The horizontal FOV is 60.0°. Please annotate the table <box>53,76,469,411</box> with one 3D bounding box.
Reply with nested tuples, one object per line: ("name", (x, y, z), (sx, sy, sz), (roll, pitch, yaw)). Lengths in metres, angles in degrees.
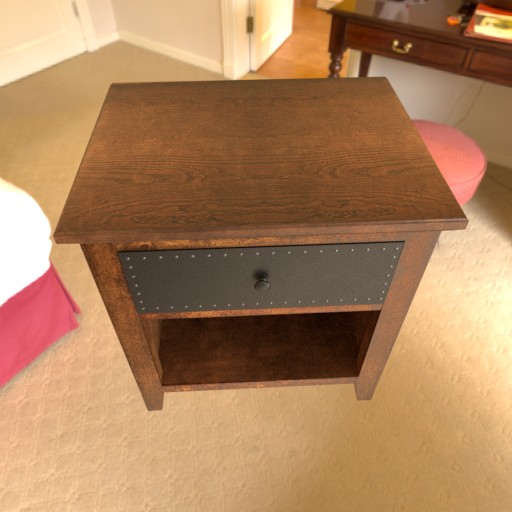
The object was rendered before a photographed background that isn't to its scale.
("table", (0.000, 0.000, 0.988), (0.586, 0.597, 0.461), (-2, 46, -2))
